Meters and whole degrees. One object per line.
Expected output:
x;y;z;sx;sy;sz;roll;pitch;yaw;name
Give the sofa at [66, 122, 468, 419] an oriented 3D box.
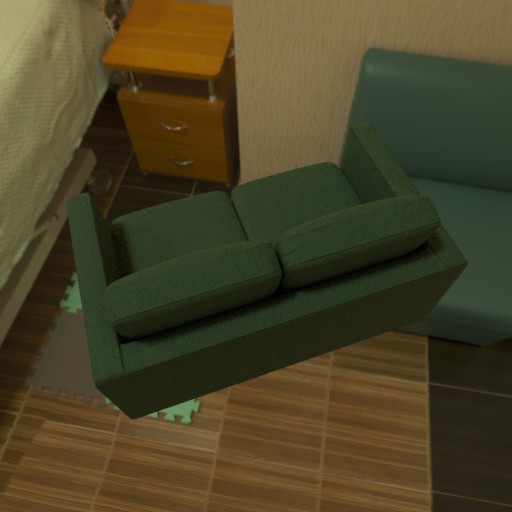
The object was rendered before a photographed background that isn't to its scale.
0.000;0.000;1.990;1.430;0.899;0.879;-16;60;-10;sofa
